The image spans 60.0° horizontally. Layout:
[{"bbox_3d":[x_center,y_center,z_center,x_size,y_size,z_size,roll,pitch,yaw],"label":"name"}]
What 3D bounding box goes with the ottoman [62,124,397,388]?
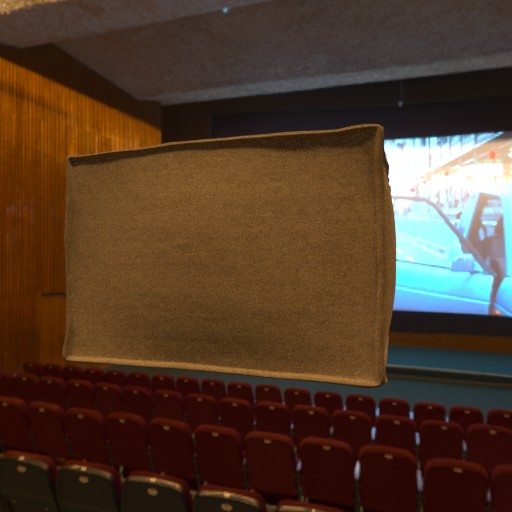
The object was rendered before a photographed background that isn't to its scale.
[{"bbox_3d":[0.000,0.000,1.170,0.707,0.470,0.696,0,0,18],"label":"ottoman"}]
